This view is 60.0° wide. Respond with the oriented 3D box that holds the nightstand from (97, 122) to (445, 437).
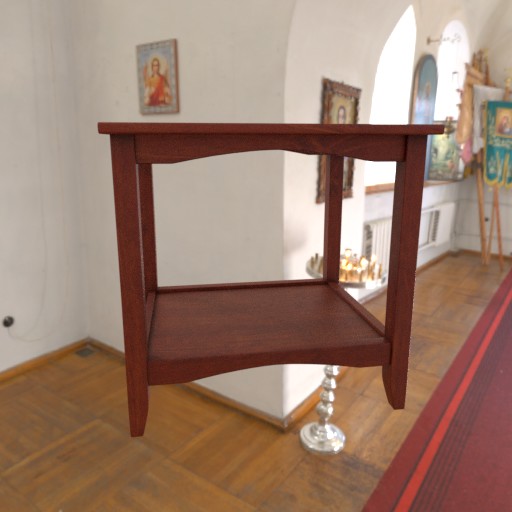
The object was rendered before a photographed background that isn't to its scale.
[{"bbox_3d":[0.000,0.000,1.004,0.558,0.558,0.501,-2,15,-9],"label":"nightstand"}]
